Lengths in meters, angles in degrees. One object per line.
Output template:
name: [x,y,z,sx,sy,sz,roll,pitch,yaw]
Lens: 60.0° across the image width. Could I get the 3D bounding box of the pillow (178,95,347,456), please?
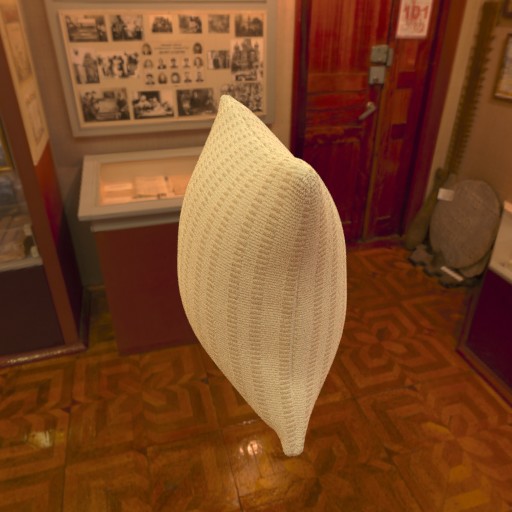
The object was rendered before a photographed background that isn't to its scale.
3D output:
pillow: [0.000,0.000,0.700,0.247,0.419,0.438,-7,31,-12]
